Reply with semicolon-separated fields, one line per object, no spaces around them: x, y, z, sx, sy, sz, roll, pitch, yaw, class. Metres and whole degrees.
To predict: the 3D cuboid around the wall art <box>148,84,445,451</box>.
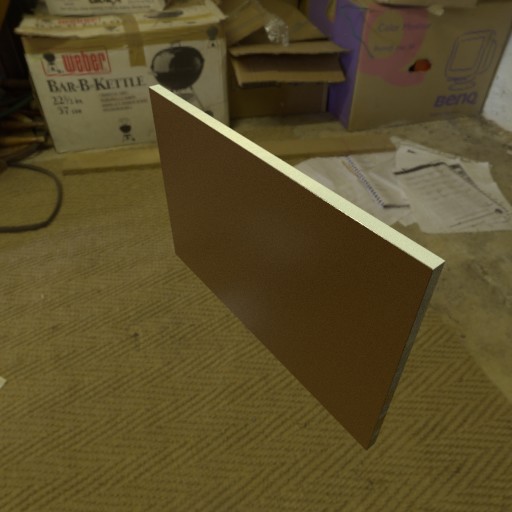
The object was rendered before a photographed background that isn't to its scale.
0.000;0.000;1.440;0.041;0.762;1.145;-27;49;-27;wall art
